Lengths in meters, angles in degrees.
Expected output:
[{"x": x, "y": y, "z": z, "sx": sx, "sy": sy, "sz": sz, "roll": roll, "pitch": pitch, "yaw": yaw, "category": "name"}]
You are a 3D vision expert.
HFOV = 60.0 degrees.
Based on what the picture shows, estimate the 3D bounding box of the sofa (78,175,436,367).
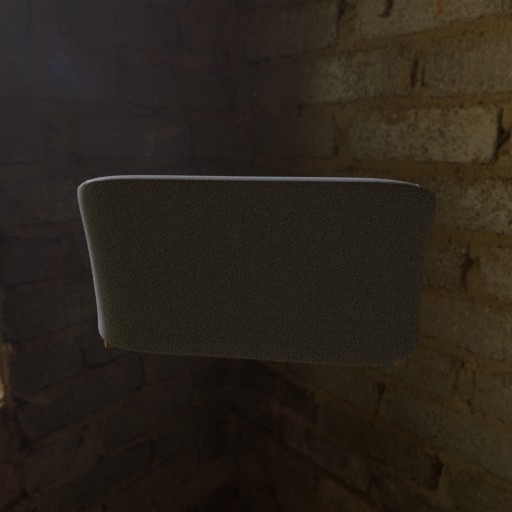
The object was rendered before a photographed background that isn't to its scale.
[{"x": 0.000, "y": 0.000, "z": 1.885, "sx": 1.452, "sy": 0.721, "sz": 0.705, "roll": 2, "pitch": 15, "yaw": 7, "category": "sofa"}]
